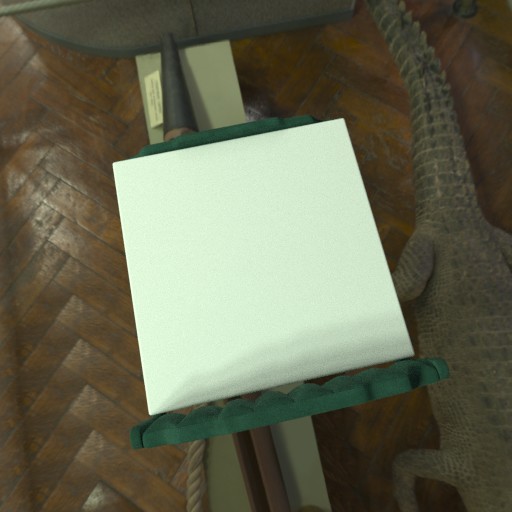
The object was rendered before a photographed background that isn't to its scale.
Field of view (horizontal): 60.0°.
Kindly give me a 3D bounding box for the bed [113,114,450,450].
[{"bbox_3d":[0.000,0.000,3.472,2.074,1.245,2.340,-12,76,-3],"label":"bed"}]
